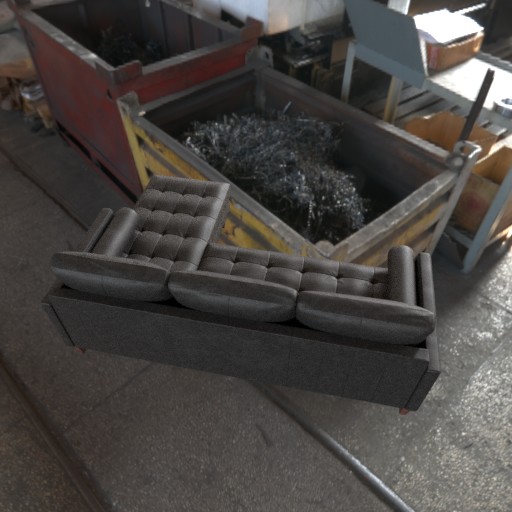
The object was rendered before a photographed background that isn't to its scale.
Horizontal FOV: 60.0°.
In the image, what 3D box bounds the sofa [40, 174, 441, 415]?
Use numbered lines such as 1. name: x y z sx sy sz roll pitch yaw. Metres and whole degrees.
1. sofa: 0.000 0.000 2.940 2.178 0.876 1.497 8 48 8
